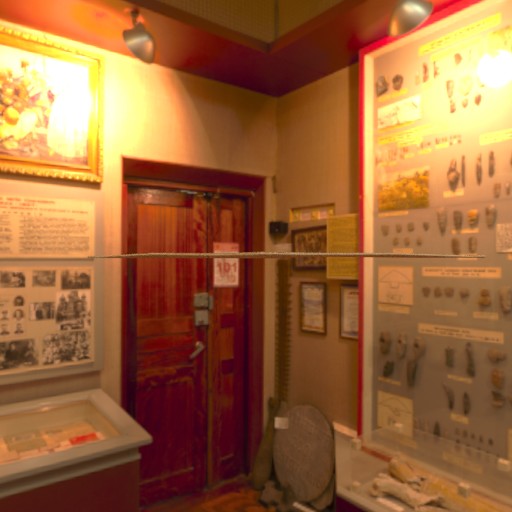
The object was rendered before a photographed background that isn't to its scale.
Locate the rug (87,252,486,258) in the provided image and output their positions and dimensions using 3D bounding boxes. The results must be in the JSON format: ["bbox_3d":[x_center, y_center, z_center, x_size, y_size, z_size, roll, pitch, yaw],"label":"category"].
[{"bbox_3d":[0.000,0.000,2.967,1.596,0.030,2.283,0,-1,-35],"label":"rug"}]
